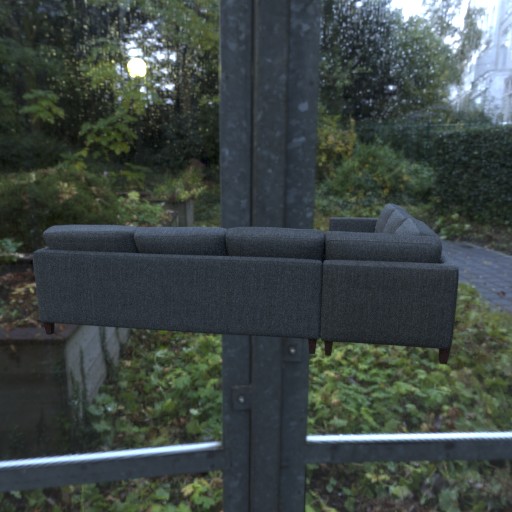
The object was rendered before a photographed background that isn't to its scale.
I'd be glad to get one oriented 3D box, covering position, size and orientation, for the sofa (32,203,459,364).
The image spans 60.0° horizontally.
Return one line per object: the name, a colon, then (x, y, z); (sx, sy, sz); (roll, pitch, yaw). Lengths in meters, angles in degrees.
sofa: (0.000, 0.000, 4.563); (3.302, 0.947, 2.593); (2, 13, 10)
